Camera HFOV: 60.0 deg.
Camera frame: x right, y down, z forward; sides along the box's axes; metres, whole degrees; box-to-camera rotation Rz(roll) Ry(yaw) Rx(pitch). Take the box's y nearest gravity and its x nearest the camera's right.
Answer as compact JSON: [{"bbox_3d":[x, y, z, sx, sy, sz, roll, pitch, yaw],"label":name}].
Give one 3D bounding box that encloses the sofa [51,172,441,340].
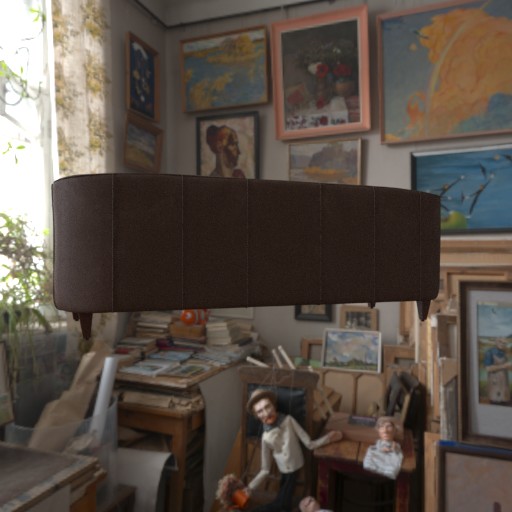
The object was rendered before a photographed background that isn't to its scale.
[{"bbox_3d":[0.000,0.000,2.692,2.227,0.787,0.927,0,0,-19],"label":"sofa"}]
